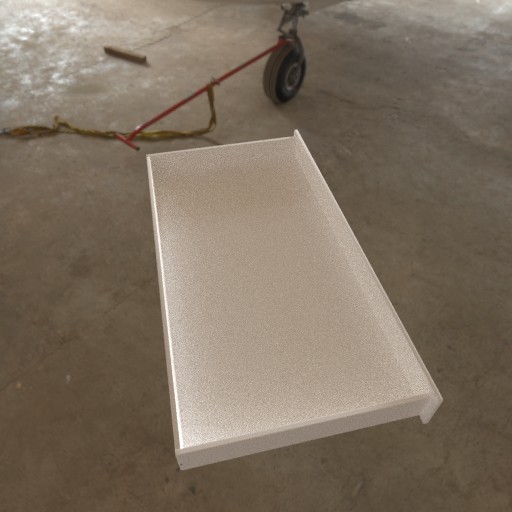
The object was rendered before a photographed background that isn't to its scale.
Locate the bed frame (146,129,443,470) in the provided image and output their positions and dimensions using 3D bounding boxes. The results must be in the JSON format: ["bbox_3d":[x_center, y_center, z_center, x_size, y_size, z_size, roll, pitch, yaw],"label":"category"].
[{"bbox_3d":[0.000,0.000,1.542,0.670,0.141,1.300,-9,48,-9],"label":"bed frame"}]
